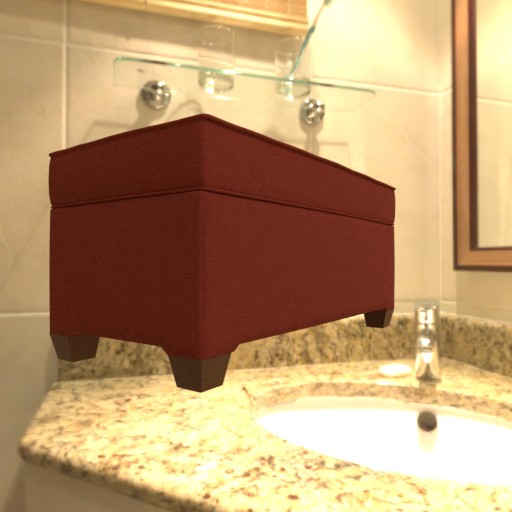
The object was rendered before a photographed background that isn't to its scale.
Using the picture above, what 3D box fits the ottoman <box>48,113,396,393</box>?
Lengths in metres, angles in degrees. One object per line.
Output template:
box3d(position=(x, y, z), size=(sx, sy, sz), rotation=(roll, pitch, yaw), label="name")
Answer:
box3d(position=(0.000, 0.000, 1.208), size=(0.497, 0.454, 0.948), rotation=(0, -1, 36), label="ottoman")
